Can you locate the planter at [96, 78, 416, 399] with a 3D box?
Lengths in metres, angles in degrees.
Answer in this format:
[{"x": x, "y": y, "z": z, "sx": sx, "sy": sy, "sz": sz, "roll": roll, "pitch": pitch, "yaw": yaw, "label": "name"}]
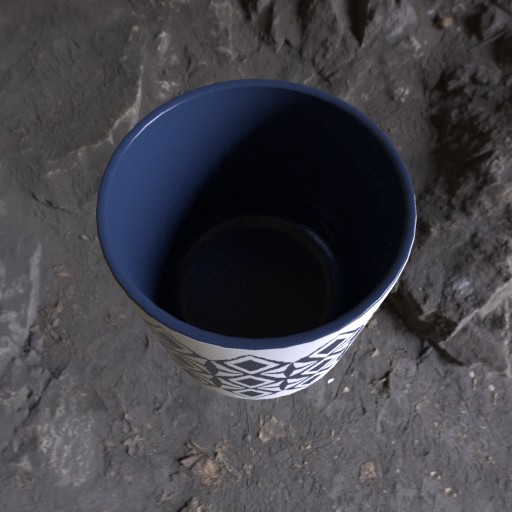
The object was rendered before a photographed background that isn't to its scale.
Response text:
[{"x": 0.000, "y": 0.000, "z": 0.325, "sx": 0.182, "sy": 0.165, "sz": 0.182, "roll": 0, "pitch": 64, "yaw": 0, "label": "planter"}]
